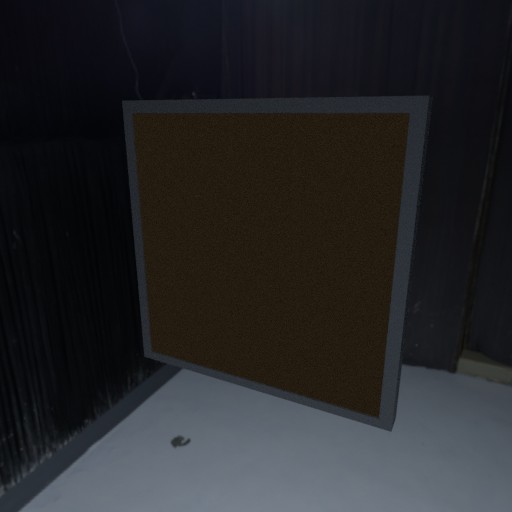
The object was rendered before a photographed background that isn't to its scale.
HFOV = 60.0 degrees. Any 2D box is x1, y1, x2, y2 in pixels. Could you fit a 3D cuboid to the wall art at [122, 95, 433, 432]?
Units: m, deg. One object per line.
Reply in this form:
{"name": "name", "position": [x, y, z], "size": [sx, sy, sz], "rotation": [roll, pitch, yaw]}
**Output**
{"name": "wall art", "position": [0.000, 0.000, 0.757], "size": [0.506, 0.506, 0.038], "rotation": [9, 20, 26]}
